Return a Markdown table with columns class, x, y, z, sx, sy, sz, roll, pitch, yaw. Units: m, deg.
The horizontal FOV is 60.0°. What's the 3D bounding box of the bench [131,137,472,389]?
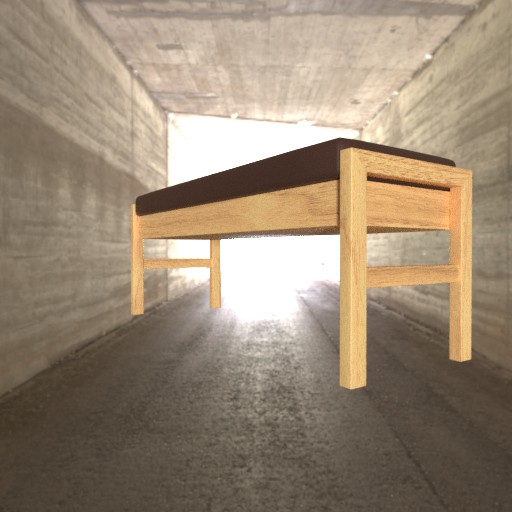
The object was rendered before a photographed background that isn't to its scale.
| class | x | y | z | sx | sy | sz | roll | pitch | yaw |
| --- | --- | --- | --- | --- | --- | --- | --- | --- | --- |
| bench | 0.000 | 0.000 | 1.420 | 0.405 | 0.480 | 1.200 | 0 | 1 | -35 |
